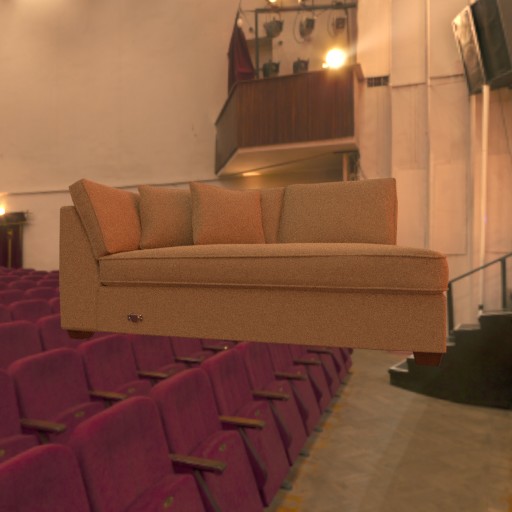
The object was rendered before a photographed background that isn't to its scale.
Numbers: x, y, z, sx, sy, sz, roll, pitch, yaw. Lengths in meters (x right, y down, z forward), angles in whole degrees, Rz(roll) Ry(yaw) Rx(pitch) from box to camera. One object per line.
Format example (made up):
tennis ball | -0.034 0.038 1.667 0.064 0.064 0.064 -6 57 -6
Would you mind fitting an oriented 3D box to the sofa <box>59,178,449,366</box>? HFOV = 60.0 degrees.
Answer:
sofa | 0.000 0.000 2.851 2.237 1.033 1.110 0 -1 20
